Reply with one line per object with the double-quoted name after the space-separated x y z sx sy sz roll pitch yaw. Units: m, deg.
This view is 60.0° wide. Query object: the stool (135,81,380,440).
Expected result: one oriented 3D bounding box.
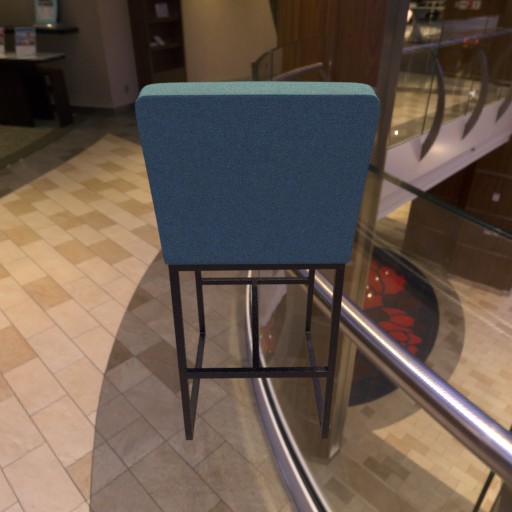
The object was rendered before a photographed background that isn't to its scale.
0.000 0.000 1.295 0.460 1.040 0.560 0 31 -1 "stool"
